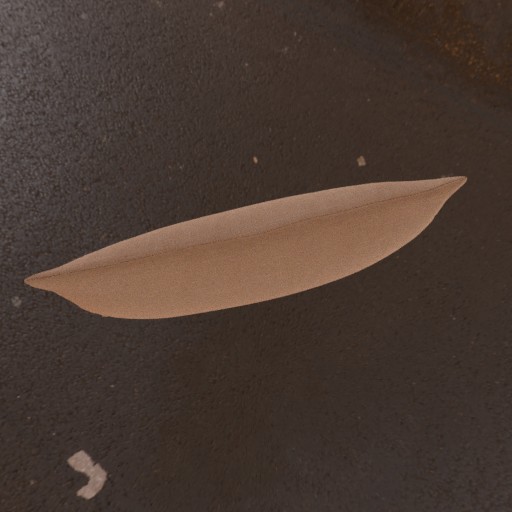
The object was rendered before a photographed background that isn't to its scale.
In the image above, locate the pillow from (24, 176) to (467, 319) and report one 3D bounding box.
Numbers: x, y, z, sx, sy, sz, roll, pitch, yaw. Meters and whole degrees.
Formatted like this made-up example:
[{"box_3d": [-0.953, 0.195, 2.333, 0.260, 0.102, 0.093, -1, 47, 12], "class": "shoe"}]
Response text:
[{"box_3d": [0.000, 0.000, 0.727, 0.612, 0.308, 0.148, -14, 75, -4], "class": "pillow"}]
